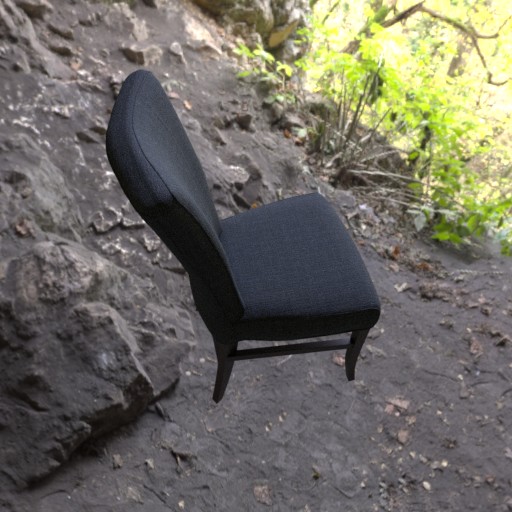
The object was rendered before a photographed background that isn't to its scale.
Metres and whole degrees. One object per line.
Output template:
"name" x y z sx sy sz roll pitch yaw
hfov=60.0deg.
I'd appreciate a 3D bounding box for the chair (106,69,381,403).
"chair" 0.000 0.000 1.338 0.660 0.991 0.520 -11 50 -9
